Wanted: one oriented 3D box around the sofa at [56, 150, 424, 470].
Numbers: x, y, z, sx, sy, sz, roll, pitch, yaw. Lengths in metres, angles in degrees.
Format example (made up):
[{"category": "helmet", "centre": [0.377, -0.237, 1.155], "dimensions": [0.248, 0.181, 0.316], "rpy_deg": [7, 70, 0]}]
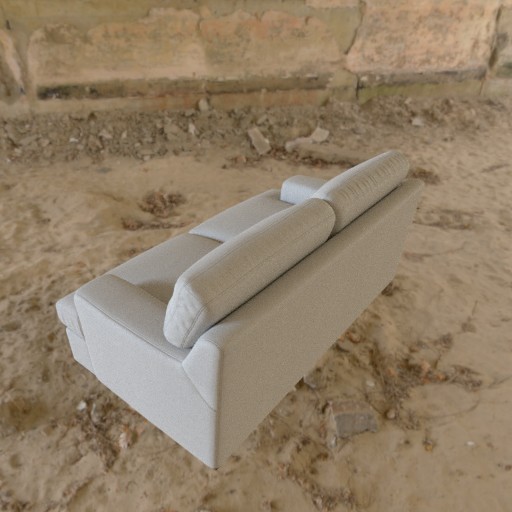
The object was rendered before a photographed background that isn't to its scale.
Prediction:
[{"category": "sofa", "centre": [0.000, 0.000, 2.461], "dimensions": [1.143, 0.940, 1.880], "rpy_deg": [22, 38, 32]}]
